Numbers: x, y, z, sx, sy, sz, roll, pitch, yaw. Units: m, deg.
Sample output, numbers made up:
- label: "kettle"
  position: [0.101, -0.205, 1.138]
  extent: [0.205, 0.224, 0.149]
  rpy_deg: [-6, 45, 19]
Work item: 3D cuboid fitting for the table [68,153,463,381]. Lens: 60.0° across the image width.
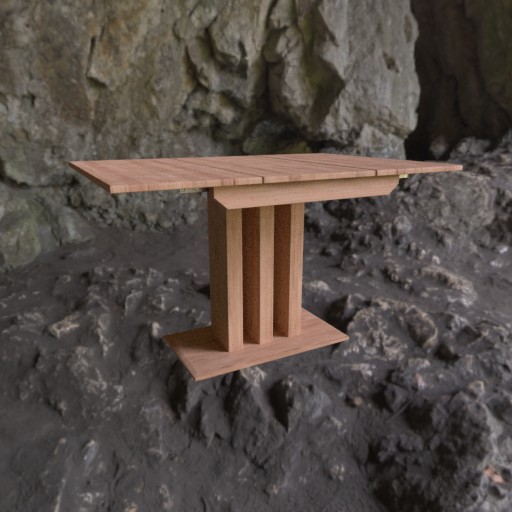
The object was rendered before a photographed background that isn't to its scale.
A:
- label: "table"
  position: [0.000, 0.000, 1.874]
  extent: [1.300, 0.770, 0.900]
  rpy_deg: [-9, 18, -27]
